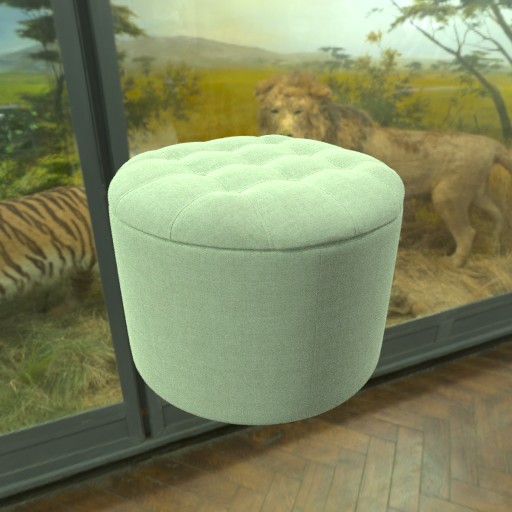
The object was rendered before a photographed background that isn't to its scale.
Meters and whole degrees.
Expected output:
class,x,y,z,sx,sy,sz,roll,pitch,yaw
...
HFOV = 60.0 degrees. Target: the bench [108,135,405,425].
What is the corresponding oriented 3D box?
class,x,y,z,sx,sy,sz,roll,pitch,yaw
bench,0.000,0.000,1.005,0.600,0.453,0.600,0,27,0
